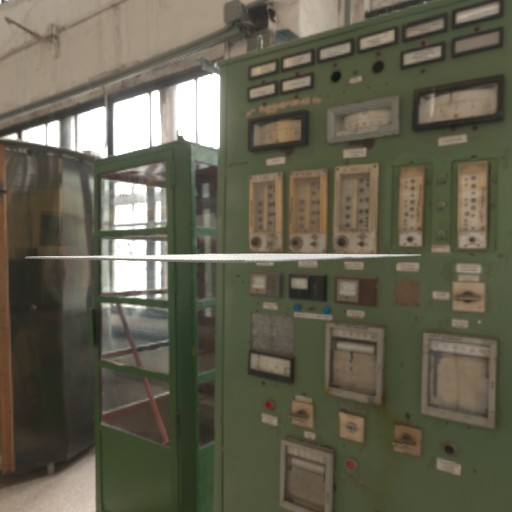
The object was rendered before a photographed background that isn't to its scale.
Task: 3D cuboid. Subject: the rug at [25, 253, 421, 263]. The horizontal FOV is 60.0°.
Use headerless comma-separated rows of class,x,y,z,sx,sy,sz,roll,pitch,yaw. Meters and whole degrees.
rug,0.000,0.000,2.360,1.231,0.012,1.835,1,1,35
